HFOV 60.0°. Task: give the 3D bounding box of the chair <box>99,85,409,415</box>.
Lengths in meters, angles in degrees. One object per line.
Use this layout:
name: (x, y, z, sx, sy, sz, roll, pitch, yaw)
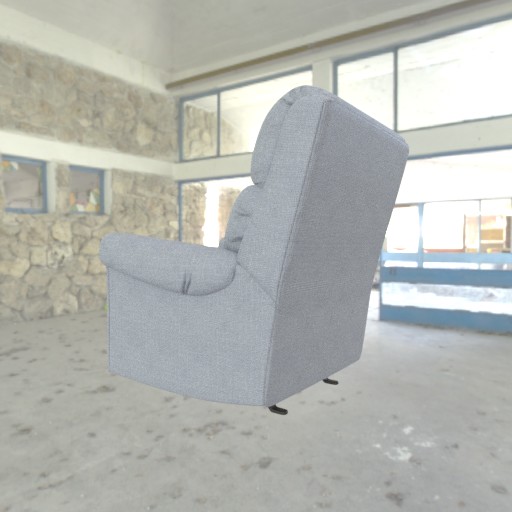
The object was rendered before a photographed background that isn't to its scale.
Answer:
chair: (0.000, 0.000, 1.791, 1.014, 1.054, 0.838, 1, 2, 36)
